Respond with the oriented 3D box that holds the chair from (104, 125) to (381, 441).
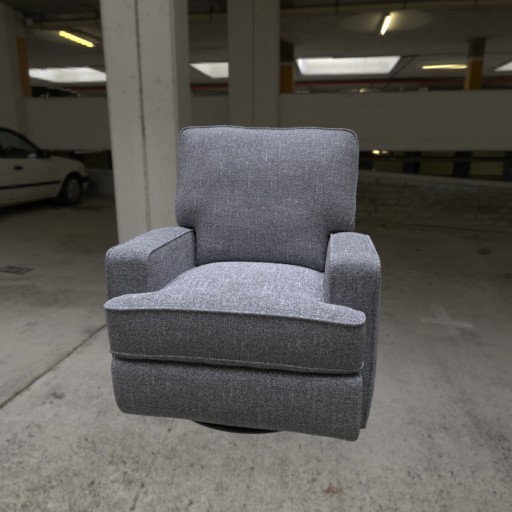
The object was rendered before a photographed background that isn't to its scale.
[{"bbox_3d":[0.000,0.000,1.664,0.861,0.962,0.964,2,15,9],"label":"chair"}]
